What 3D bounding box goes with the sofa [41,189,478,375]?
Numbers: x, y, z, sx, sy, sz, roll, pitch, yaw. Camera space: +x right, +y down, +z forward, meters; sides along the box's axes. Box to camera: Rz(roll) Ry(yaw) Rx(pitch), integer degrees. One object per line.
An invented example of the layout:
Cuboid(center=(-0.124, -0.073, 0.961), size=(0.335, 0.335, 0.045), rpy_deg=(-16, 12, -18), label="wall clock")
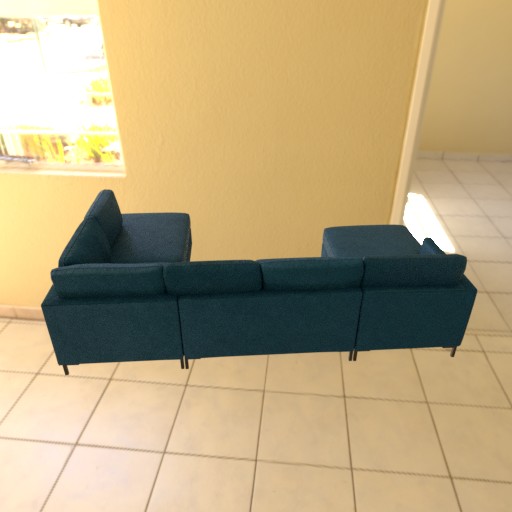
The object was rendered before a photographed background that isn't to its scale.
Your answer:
Cuboid(center=(0.000, 0.000, 4.409), size=(3.434, 0.992, 2.055), rpy_deg=(-2, 30, -3), label="sofa")
